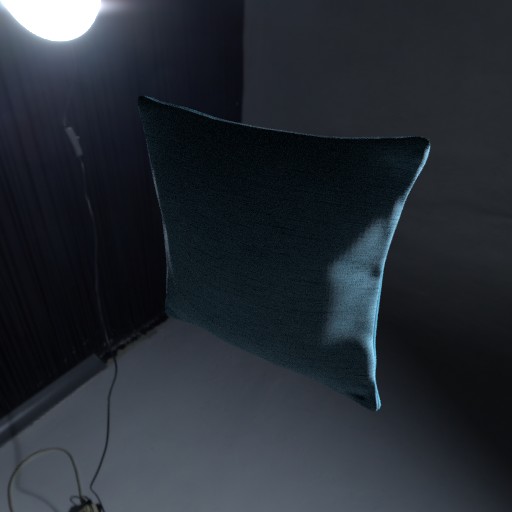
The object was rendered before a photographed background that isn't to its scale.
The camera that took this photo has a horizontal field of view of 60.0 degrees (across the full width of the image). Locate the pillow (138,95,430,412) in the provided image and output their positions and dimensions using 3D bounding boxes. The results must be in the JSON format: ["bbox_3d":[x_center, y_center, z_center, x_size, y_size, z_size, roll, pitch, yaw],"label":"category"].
[{"bbox_3d":[0.000,0.000,0.660,0.433,0.415,0.151,19,35,29],"label":"pillow"}]
